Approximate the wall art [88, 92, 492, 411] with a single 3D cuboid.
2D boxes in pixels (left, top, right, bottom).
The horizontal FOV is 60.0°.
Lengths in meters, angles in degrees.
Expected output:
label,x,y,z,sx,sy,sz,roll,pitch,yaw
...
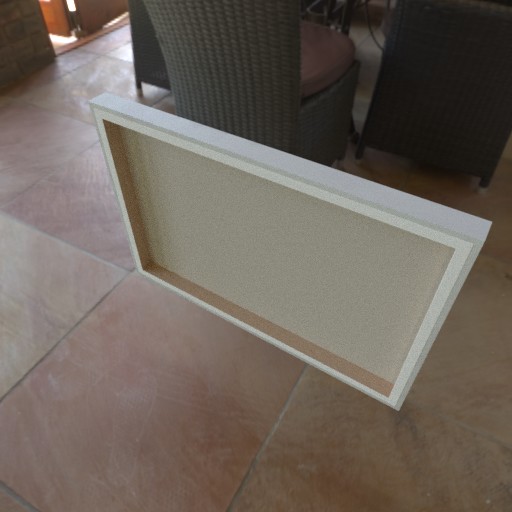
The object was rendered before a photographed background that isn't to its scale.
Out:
label,x,y,z,sx,sy,sz,roll,pitch,yaw
wall art,0.000,0.000,0.749,0.609,0.407,0.038,24,50,22
